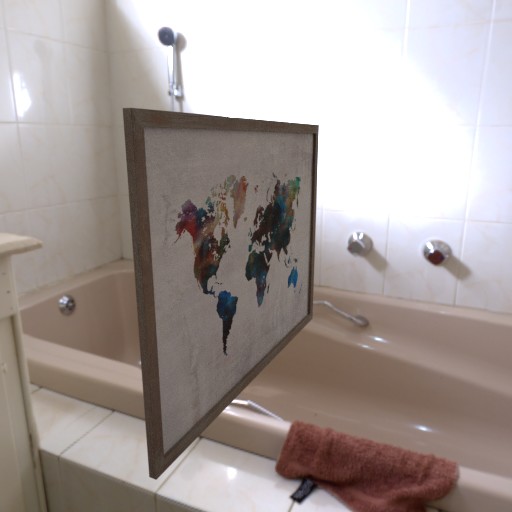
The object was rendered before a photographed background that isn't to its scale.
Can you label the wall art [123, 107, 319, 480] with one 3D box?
[{"bbox_3d":[0.000,0.000,1.314,0.019,0.774,1.012,7,16,26],"label":"wall art"}]
